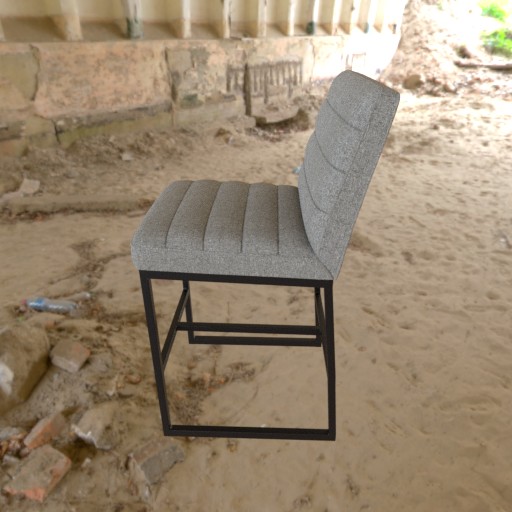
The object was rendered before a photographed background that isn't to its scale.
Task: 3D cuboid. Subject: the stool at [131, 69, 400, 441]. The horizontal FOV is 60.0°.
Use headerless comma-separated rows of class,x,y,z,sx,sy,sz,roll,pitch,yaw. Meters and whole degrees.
stool,0.000,0.000,1.236,0.560,0.940,0.460,1,27,2
